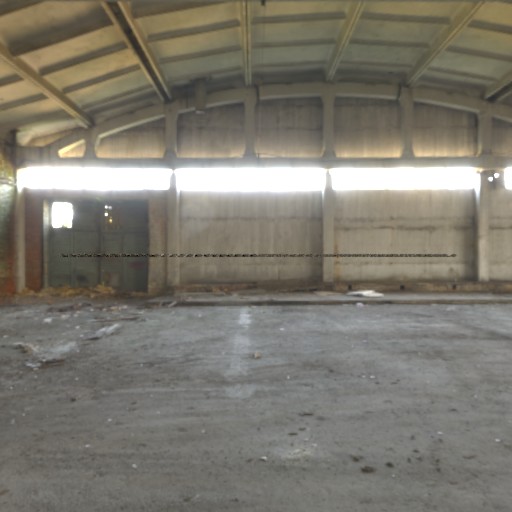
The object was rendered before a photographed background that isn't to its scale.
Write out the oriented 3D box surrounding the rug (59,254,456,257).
[{"bbox_3d":[0.000,0.000,2.928,1.600,0.013,2.312,0,0,0],"label":"rug"}]
